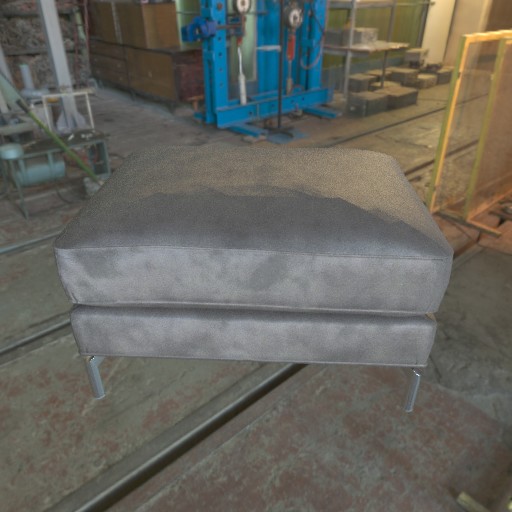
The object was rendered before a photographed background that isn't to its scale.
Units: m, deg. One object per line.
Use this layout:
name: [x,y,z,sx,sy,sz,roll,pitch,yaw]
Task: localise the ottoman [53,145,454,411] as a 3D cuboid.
ottoman: [0.000,0.000,1.063,0.719,0.456,0.520,1,32,2]
